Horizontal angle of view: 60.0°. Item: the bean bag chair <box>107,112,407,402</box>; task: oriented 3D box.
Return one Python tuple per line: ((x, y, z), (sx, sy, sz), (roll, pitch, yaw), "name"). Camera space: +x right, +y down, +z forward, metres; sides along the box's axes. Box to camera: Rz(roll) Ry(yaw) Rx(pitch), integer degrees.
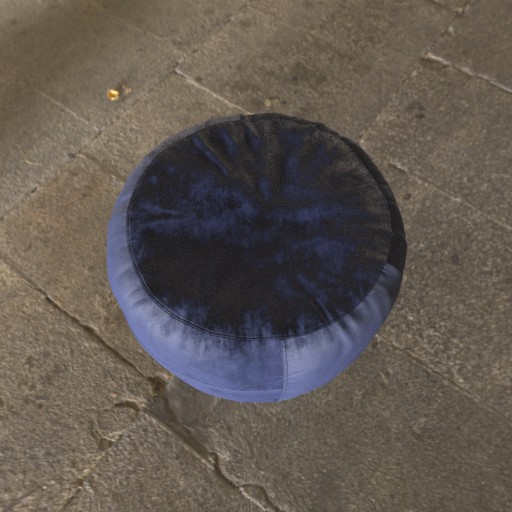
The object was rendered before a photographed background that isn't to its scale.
((0.000, 0.000, 1.980), (1.219, 0.762, 1.219), (0, 64, 0), "bean bag chair")
